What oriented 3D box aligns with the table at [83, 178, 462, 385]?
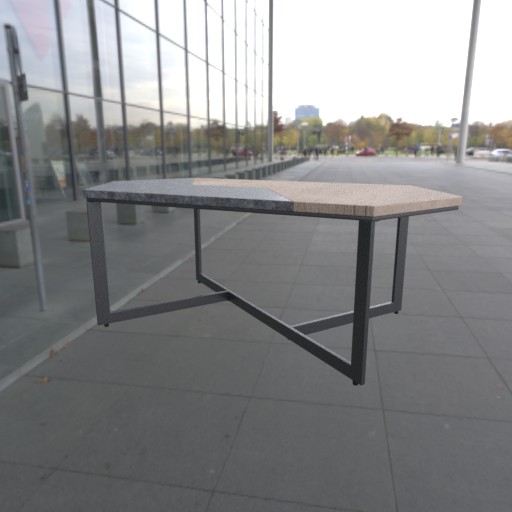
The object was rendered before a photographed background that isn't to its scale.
[{"bbox_3d":[0.000,0.000,1.490,1.219,0.457,0.609,7,15,25],"label":"table"}]
